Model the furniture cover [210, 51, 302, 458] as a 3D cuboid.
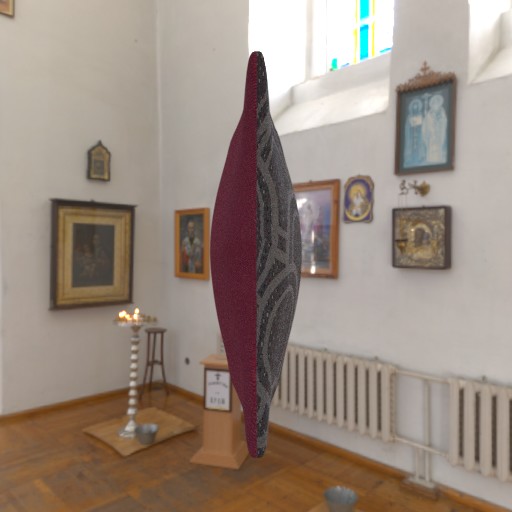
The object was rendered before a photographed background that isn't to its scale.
[{"bbox_3d":[0.000,0.000,0.804,0.163,0.513,0.514,0,-1,0],"label":"furniture cover"}]
